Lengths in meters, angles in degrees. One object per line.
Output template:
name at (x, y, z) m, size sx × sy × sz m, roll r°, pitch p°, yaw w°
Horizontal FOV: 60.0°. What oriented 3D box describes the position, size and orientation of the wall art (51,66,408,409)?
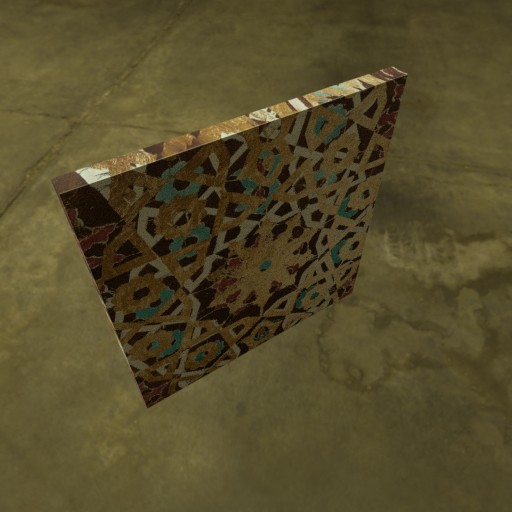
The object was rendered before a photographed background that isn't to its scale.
wall art at (0.000, 0.000, 0.898) m, size 0.609 × 0.613 × 0.041 m, roll -25°, pitch 52°, yaw -22°
